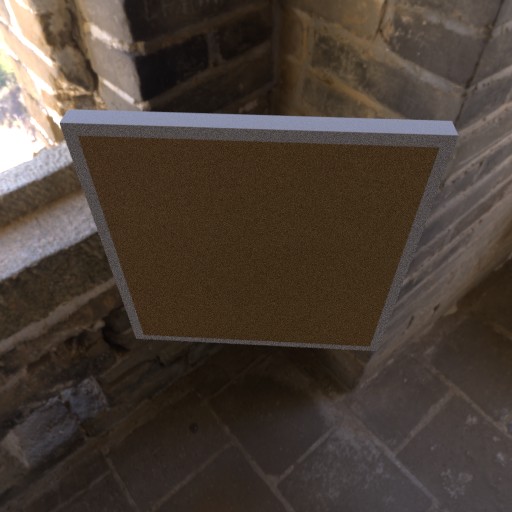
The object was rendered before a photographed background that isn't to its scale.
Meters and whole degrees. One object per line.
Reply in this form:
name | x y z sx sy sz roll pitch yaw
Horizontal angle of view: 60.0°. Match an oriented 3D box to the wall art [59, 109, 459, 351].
wall art | 0.000 0.000 0.759 0.508 0.507 0.035 2 47 2
